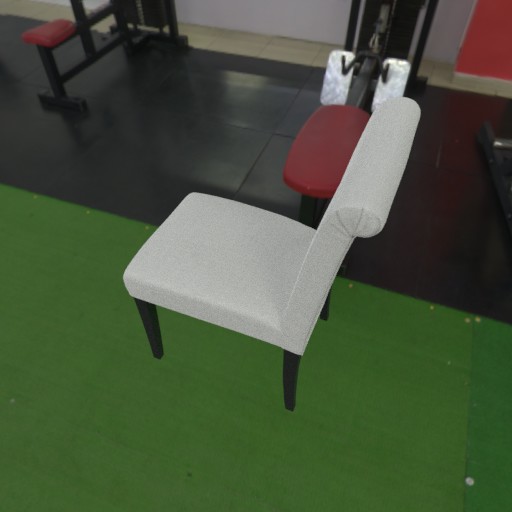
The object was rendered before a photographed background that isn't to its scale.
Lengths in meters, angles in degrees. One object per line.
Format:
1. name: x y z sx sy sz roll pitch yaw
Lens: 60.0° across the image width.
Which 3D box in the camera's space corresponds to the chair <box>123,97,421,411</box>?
1. chair: 0.000 0.000 1.384 0.708 0.976 0.452 17 50 15
